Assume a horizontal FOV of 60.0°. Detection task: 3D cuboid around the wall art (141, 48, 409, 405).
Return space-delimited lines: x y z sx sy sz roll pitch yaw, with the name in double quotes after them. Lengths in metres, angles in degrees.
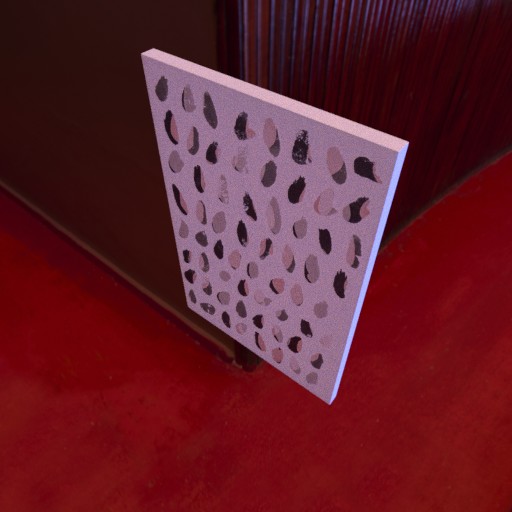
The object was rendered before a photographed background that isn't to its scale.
0.000 0.000 1.179 0.610 0.916 0.037 30 54 25 "wall art"
